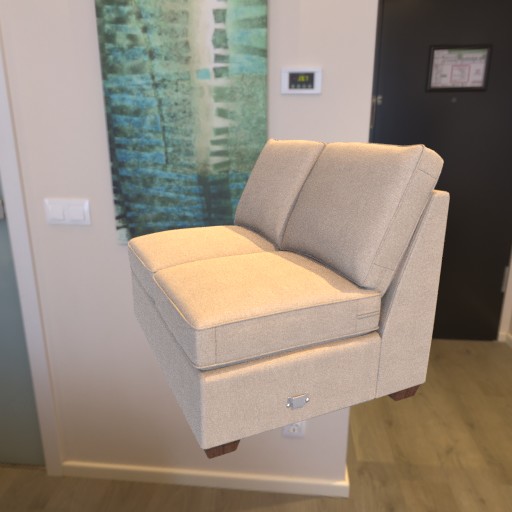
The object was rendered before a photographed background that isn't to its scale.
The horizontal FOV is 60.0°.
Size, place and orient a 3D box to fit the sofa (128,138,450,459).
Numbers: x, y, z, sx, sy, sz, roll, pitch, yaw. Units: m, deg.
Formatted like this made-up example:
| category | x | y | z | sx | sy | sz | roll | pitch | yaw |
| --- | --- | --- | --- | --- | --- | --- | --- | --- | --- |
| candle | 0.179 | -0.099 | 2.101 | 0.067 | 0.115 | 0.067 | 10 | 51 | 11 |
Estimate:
| category | x | y | z | sx | sy | sz | roll | pitch | yaw |
| --- | --- | --- | --- | --- | --- | --- | --- | --- | --- |
| sofa | 0.000 | 0.000 | 2.011 | 0.978 | 1.006 | 1.232 | -7 | 18 | -24 |
